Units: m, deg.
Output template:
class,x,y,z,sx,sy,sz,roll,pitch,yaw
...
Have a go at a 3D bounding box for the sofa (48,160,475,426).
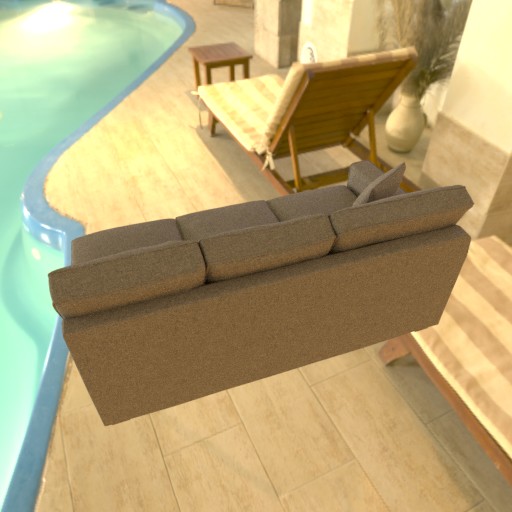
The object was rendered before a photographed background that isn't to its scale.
class,x,y,z,sx,sy,sz,roll,pitch,yaw
sofa,0.000,0.000,2.475,1.963,0.946,1.034,-13,43,-15
